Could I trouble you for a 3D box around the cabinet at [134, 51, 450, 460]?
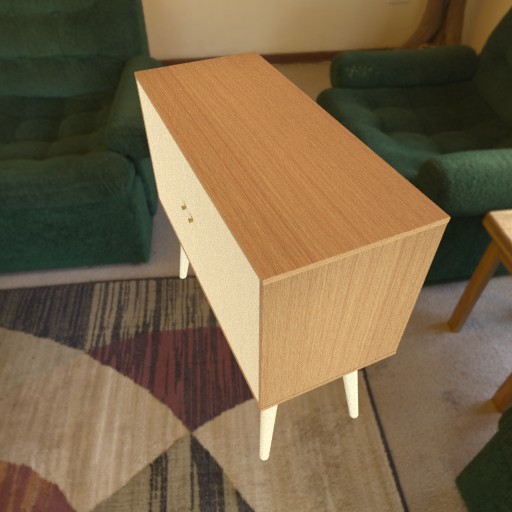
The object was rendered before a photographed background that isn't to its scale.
[{"bbox_3d":[0.000,0.000,1.613,0.470,1.016,1.057,-18,48,-17],"label":"cabinet"}]
